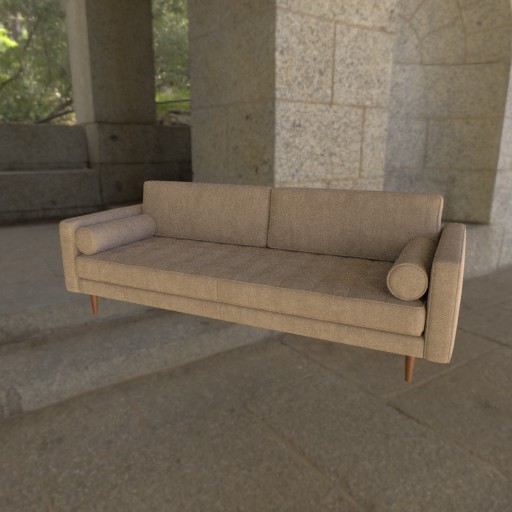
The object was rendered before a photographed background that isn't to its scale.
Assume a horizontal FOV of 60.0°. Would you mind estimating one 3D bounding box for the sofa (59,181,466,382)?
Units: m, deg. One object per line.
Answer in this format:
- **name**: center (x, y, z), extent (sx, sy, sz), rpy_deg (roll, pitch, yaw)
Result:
- **sofa**: center (0.000, 0.000, 2.587), extent (2.200, 0.770, 0.919), rpy_deg (7, 16, 25)
